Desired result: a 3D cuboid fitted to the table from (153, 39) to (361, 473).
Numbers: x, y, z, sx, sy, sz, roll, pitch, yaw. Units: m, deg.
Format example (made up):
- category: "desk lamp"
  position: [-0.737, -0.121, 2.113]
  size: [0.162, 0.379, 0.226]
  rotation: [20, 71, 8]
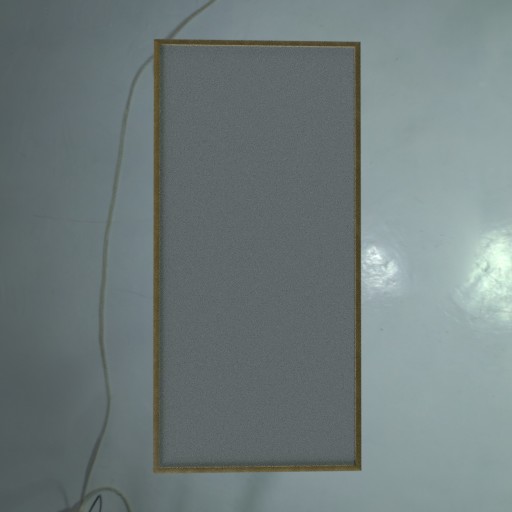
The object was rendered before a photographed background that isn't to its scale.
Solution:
- category: "table"
  position: [0.000, 0.000, 1.437]
  size: [0.580, 0.398, 1.206]
  rotation: [0, 90, -2]
